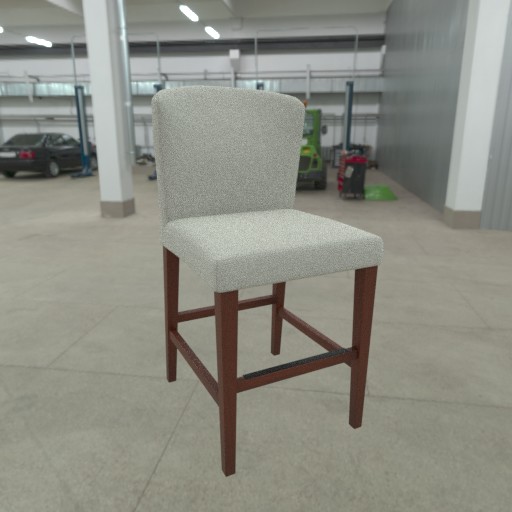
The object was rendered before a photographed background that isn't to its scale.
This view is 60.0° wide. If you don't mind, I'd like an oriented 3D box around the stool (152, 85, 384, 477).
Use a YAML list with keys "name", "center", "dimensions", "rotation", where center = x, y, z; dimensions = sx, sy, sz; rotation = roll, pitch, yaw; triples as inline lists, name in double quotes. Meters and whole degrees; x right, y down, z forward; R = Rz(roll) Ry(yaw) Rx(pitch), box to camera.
- name: "stool"
  center: [0.000, 0.000, 1.293]
  dimensions: [0.481, 0.969, 0.568]
  rotation: [-8, 18, -26]
